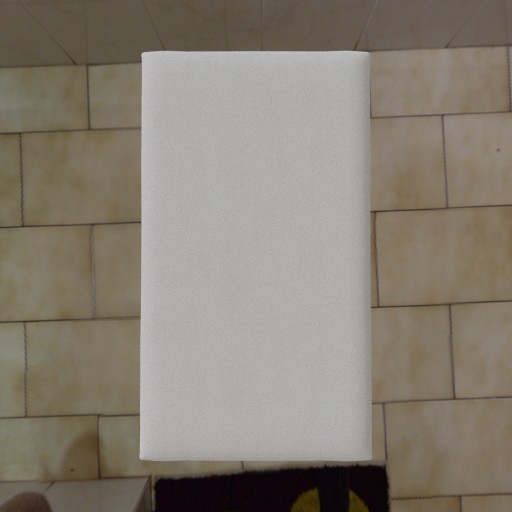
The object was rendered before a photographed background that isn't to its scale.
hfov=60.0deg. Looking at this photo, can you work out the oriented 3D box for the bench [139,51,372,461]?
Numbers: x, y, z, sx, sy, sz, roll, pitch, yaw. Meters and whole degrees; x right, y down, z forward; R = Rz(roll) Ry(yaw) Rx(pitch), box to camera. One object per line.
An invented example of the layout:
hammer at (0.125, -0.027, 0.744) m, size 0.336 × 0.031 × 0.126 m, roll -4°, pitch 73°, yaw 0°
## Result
bench at (0.000, 0.000, 1.149) m, size 0.500 × 0.449 × 0.887 m, roll 0°, pitch 89°, yaw 0°
